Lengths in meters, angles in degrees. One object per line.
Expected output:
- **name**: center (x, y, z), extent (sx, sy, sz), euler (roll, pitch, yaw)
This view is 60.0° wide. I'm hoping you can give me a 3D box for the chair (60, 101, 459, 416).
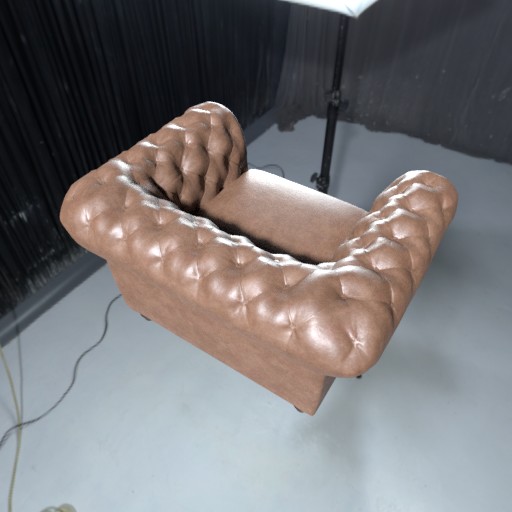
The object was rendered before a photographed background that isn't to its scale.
- **chair**: center (0.000, 0.000, 1.877), extent (1.298, 0.784, 0.954), euler (25, 51, 23)
